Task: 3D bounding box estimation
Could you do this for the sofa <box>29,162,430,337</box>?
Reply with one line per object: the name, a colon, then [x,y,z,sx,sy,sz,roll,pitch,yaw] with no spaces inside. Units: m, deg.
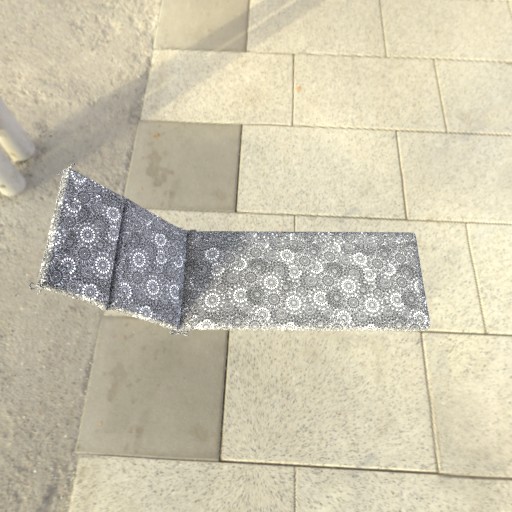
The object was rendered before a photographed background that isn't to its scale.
sofa: [0.000,0.000,1.980,1.663,0.622,0.582,0,65,0]
